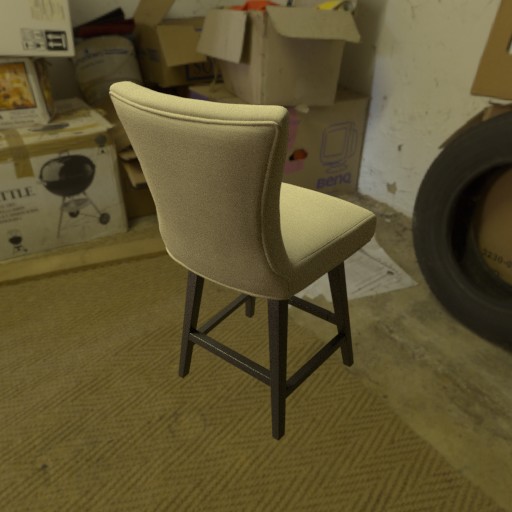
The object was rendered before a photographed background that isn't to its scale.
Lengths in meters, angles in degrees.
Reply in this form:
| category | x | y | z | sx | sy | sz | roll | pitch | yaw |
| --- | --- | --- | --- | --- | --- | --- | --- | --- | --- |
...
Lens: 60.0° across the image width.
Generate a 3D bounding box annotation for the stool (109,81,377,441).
| category | x | y | z | sx | sy | sz | roll | pitch | yaw |
| --- | --- | --- | --- | --- | --- | --- | --- | --- | --- |
| stool | 0.000 | 0.000 | 1.333 | 0.514 | 1.000 | 0.574 | 22 | 37 | 32 |
